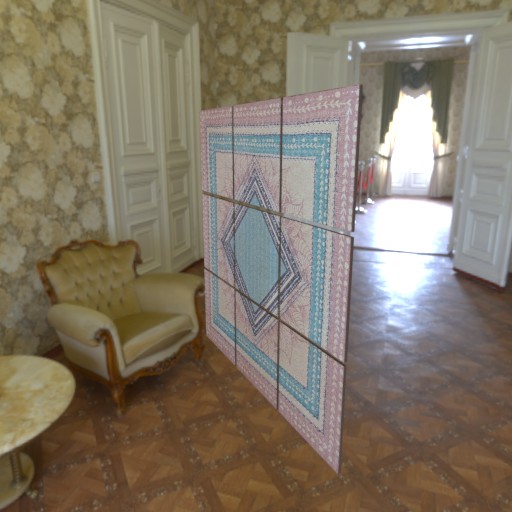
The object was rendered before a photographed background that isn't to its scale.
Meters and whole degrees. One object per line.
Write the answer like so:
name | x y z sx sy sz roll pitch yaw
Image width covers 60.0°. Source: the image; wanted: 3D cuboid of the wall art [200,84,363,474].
wall art | 0.000 0.000 2.315 0.014 1.525 1.527 -7 16 -26
